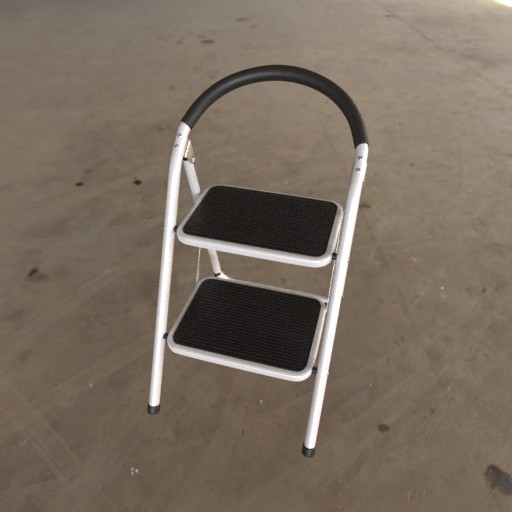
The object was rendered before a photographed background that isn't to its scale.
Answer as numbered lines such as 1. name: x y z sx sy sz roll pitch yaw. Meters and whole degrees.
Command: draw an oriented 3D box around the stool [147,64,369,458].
1. stool: 0.000 0.000 1.095 0.453 0.760 0.559 10 41 12
